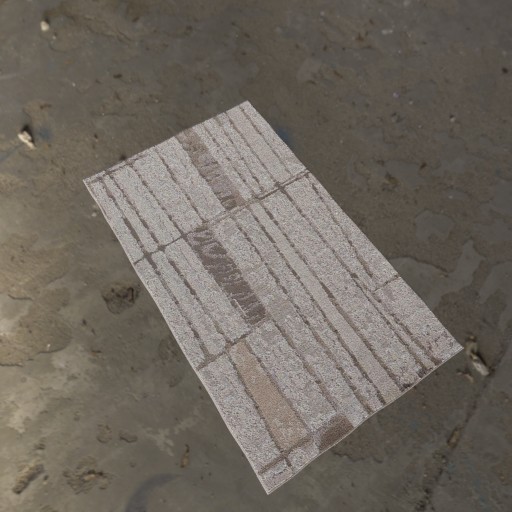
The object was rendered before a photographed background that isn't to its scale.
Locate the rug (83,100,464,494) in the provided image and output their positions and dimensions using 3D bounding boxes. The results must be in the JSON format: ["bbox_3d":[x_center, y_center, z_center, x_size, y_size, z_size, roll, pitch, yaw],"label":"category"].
[{"bbox_3d":[0.000,0.000,1.058,0.515,0.007,0.867,-31,68,-14],"label":"rug"}]
